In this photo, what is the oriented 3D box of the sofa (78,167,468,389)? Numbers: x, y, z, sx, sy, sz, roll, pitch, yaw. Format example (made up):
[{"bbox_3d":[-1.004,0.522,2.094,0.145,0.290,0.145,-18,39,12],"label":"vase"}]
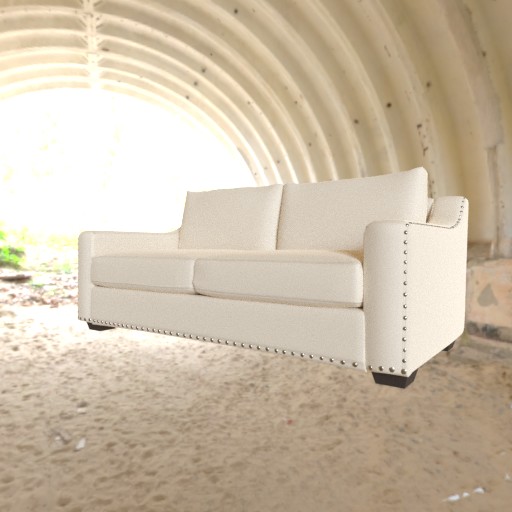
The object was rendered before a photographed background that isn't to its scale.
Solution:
[{"bbox_3d":[0.000,0.000,2.262,1.812,0.830,0.949,1,2,36],"label":"sofa"}]
